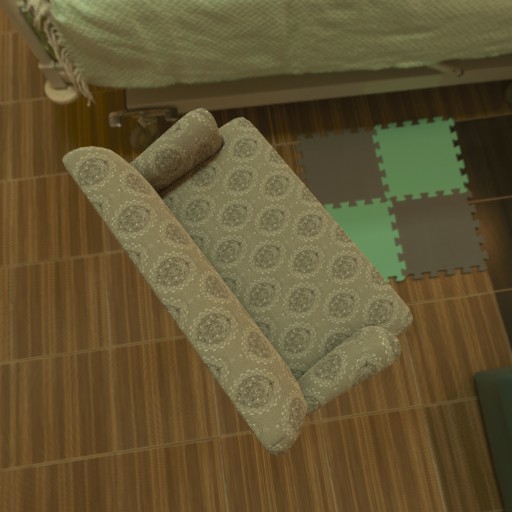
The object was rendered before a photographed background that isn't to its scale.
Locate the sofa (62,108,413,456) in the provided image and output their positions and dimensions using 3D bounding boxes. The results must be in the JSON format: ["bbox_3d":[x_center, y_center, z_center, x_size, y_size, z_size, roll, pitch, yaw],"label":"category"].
[{"bbox_3d":[0.000,0.000,1.827,0.779,0.889,1.297,-36,78,-9],"label":"sofa"}]
